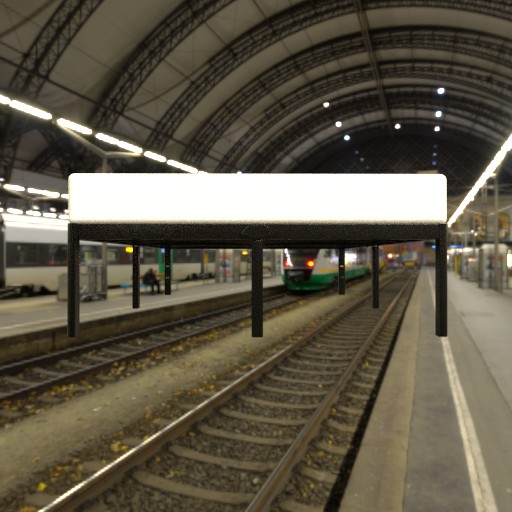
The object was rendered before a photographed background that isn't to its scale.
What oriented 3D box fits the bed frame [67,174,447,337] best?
[{"bbox_3d":[0.000,0.000,2.797,1.557,0.659,2.072,0,0,0],"label":"bed frame"}]
